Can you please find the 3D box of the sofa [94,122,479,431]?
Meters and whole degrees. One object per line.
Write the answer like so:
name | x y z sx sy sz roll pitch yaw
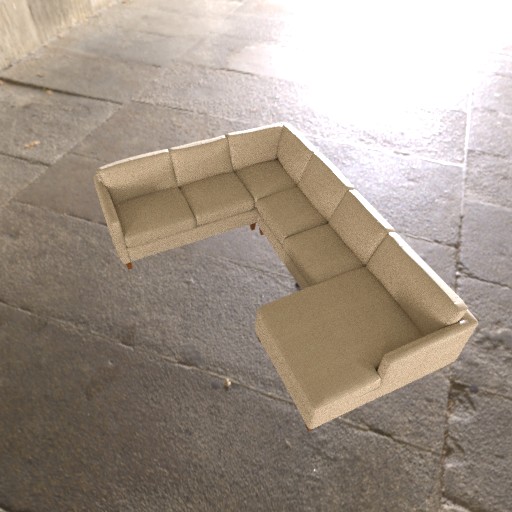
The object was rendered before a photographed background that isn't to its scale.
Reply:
sofa | 0.000 0.000 4.583 2.594 0.961 3.460 -19 50 -17
